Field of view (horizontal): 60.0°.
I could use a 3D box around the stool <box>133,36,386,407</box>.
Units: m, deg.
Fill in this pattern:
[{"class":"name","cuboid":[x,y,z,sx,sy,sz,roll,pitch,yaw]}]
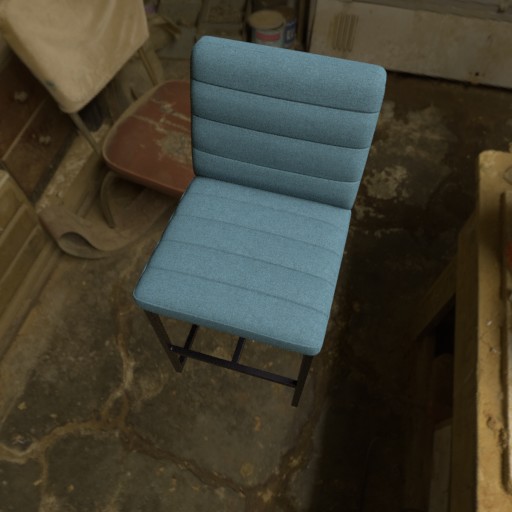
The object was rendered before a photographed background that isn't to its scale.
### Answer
[{"class":"stool","cuboid":[0.000,0.000,1.255,0.460,0.940,0.560,14,59,9]}]
